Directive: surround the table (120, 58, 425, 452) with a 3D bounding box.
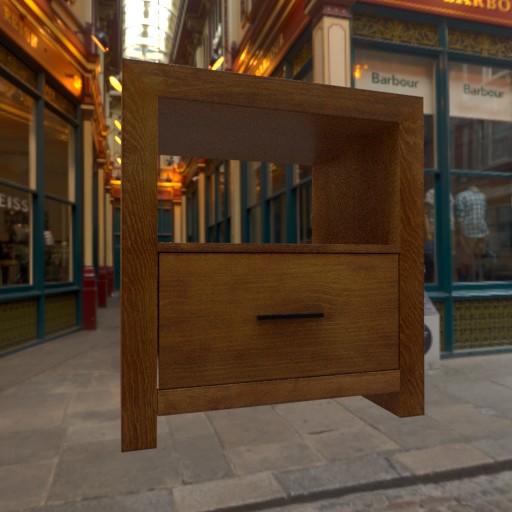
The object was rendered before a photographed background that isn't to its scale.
[{"bbox_3d":[0.000,0.000,0.943,0.550,0.605,0.400,0,-1,-17],"label":"table"}]
